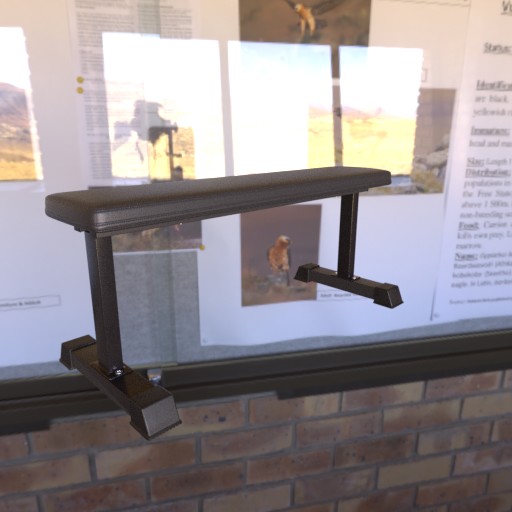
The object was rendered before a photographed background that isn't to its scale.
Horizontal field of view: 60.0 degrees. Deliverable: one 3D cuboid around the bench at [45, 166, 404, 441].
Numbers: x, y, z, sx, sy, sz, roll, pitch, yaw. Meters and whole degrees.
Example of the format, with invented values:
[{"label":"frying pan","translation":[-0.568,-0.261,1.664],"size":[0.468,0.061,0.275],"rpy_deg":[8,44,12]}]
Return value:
[{"label":"bench","translation":[0.000,0.000,1.288],"size":[1.072,0.453,0.439],"rpy_deg":[-15,22,-42]}]
